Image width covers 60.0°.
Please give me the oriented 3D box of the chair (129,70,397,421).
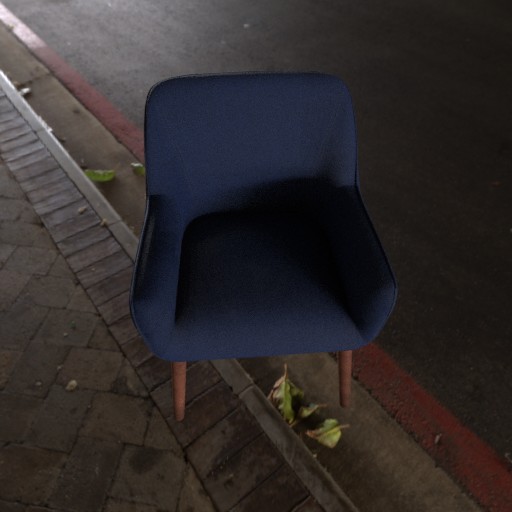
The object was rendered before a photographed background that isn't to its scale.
[{"bbox_3d":[0.000,0.000,1.268,0.600,0.820,0.600,-3,46,-3],"label":"chair"}]
